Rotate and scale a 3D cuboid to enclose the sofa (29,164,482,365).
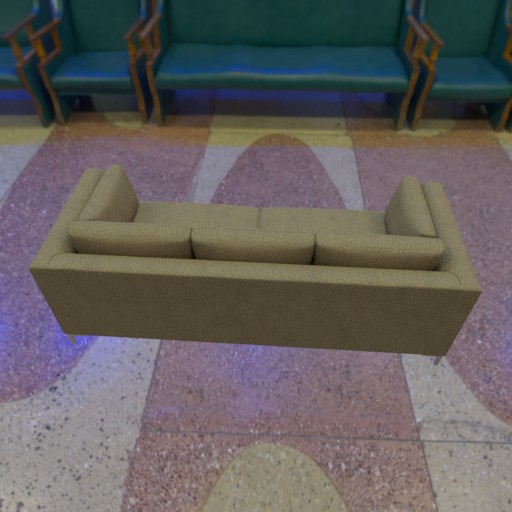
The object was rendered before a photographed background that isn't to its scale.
[{"bbox_3d":[0.000,0.000,2.901,2.415,0.867,0.969,3,46,3],"label":"sofa"}]
